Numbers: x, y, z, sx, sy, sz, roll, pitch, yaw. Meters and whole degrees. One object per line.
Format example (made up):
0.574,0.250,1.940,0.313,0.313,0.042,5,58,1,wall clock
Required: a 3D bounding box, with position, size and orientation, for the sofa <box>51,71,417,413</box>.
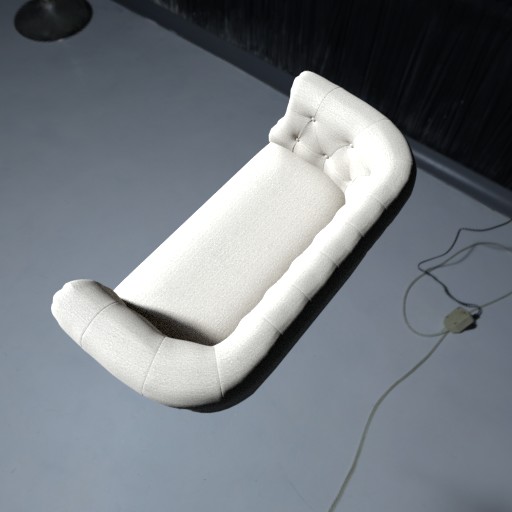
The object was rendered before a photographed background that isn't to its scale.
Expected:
0.000,0.000,2.038,0.835,0.827,1.558,37,69,17,sofa
